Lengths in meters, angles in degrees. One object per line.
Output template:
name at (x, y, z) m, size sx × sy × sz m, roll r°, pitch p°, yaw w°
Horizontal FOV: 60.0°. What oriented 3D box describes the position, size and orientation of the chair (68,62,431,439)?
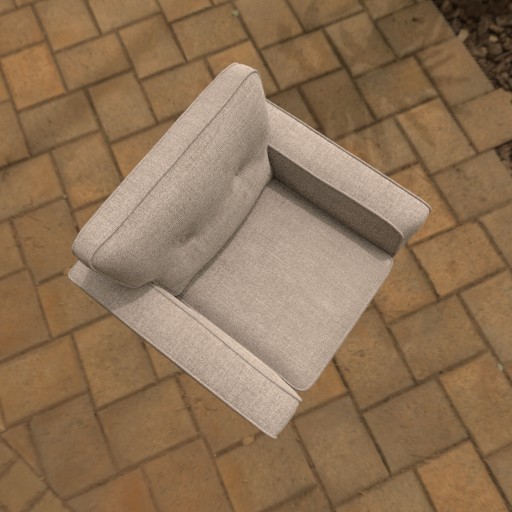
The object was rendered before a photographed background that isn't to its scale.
chair at (0.000, 0.000, 1.744) m, size 0.939 × 0.965 × 1.015 m, roll 36°, pitch 78°, yaw 9°
